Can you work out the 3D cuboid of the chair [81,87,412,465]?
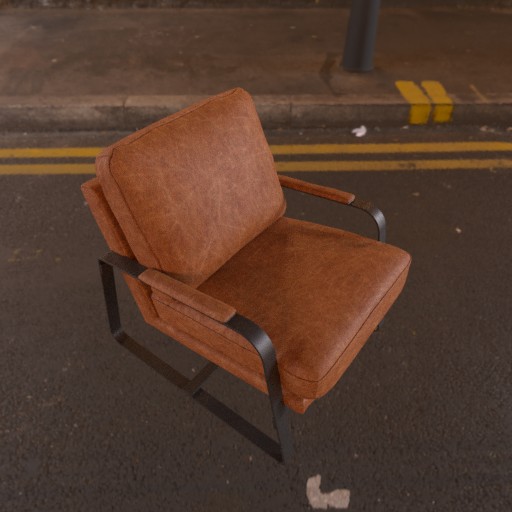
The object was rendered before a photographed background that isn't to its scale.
[{"bbox_3d":[0.000,0.000,1.350,0.801,0.777,0.651,27,48,27],"label":"chair"}]
